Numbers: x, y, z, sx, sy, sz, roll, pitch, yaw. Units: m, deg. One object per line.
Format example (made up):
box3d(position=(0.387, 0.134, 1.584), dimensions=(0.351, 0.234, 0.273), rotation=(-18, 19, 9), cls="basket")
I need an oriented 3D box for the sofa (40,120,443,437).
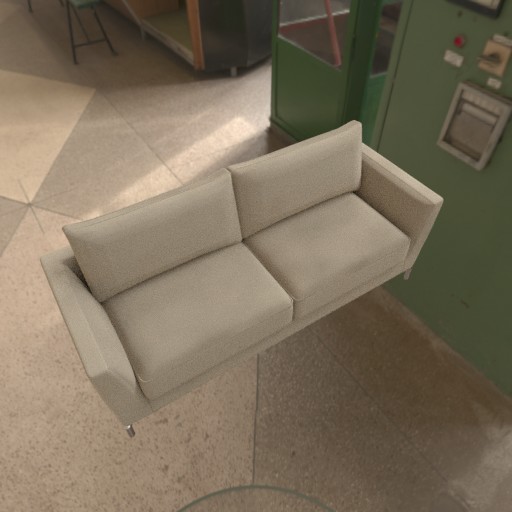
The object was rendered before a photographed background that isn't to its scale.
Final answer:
box3d(position=(0.000, 0.000, 2.697), dimensions=(2.214, 1.005, 0.868), rotation=(-25, 52, -22), cls="sofa")
